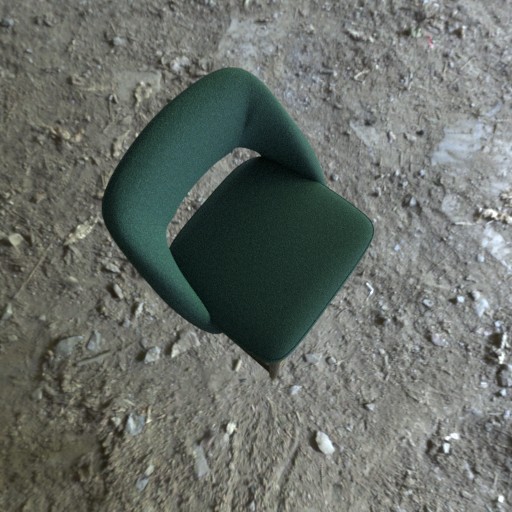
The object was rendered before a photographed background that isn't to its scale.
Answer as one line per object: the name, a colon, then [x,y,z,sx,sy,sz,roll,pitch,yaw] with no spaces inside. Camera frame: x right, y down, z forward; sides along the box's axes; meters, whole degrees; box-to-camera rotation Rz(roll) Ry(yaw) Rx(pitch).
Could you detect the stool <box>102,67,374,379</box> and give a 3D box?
stool: [0.000,0.000,1.280,0.522,0.939,0.536,36,77,10]
